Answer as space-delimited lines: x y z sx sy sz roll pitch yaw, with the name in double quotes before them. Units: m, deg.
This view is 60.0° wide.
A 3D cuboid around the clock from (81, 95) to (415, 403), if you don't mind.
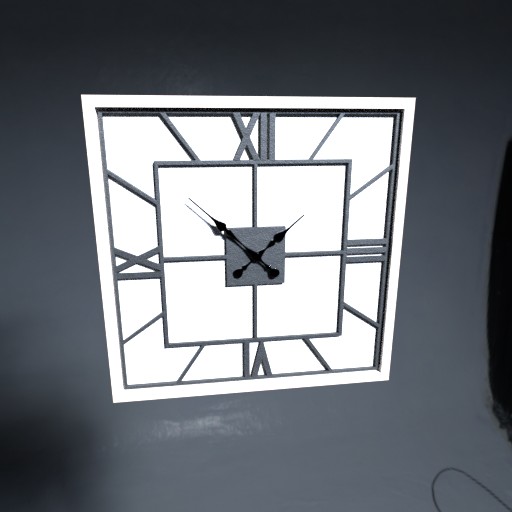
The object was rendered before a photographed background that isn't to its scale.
"clock" 0.000 0.000 1.041 0.705 0.705 0.032 -2 17 -8
